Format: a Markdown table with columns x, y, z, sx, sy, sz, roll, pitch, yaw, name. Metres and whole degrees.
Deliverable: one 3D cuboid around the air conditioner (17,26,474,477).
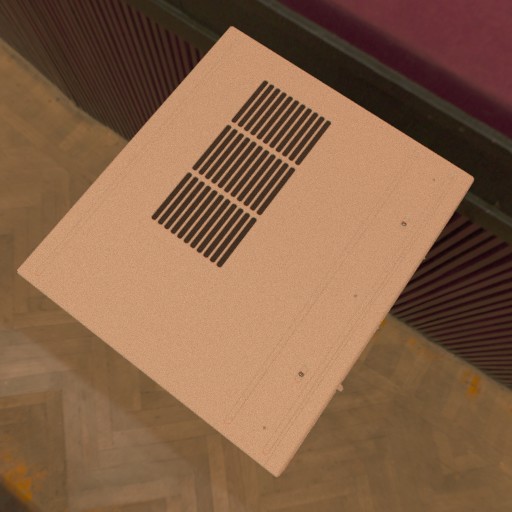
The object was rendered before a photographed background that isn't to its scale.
| x | y | z | sx | sy | sz | roll | pitch | yaw | name |
| --- | --- | --- | --- | --- | --- | --- | --- | --- | --- |
| 0.000 | 0.000 | 1.031 | 0.599 | 0.455 | 0.645 | 35 | 79 | 8 | air conditioner |
